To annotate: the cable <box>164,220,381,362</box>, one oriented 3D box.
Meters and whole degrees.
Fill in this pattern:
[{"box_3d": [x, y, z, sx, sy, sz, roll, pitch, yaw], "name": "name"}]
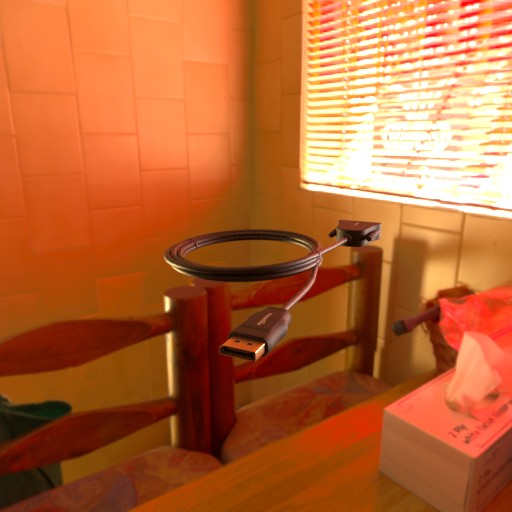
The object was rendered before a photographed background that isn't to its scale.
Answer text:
[{"box_3d": [0.000, 0.000, 0.327, 0.136, 0.015, 0.281, 7, 16, 24], "name": "cable"}]
